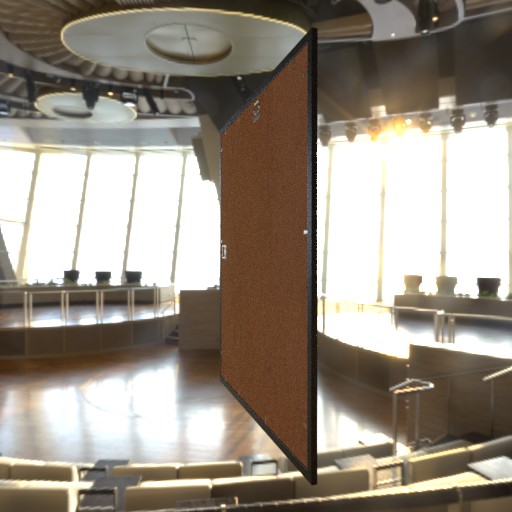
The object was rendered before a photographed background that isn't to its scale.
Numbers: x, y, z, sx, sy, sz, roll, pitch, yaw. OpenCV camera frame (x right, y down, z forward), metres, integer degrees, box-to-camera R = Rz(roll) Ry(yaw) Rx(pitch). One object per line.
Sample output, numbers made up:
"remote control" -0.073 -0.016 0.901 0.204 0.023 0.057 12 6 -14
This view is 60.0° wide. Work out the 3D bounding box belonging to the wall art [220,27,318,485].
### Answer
"wall art" 0.000 0.000 0.905 0.018 0.660 0.559 0 0 -18
